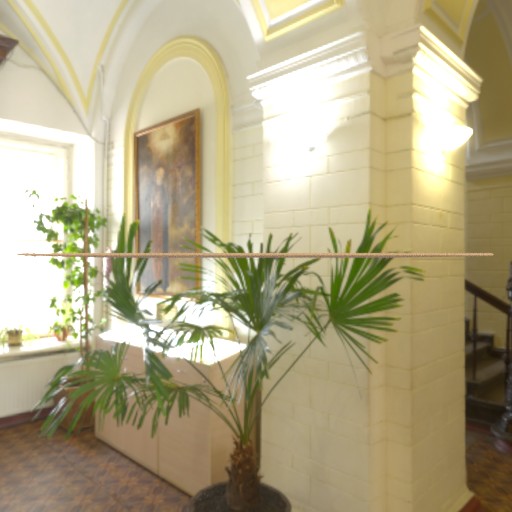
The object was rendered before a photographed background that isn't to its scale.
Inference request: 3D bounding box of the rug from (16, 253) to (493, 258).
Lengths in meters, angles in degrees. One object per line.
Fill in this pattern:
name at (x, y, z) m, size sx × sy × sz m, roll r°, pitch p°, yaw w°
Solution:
rug at (0.000, 0.000, 2.876) m, size 2.294 × 0.014 × 1.528 m, roll 0°, pitch -1°, yaw -1°
